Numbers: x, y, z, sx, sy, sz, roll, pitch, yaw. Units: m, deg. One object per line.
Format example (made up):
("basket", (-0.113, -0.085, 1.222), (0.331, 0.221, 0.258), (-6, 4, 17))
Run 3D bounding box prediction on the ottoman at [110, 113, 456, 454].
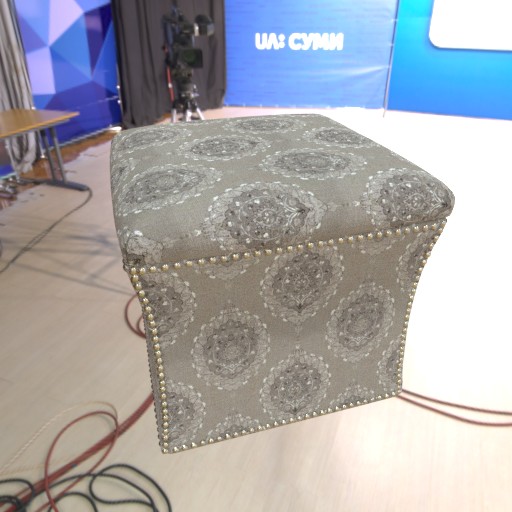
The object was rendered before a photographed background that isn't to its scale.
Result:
("ottoman", (0.000, 0.000, 0.895), (0.507, 0.473, 0.497), (-9, 32, -14))
